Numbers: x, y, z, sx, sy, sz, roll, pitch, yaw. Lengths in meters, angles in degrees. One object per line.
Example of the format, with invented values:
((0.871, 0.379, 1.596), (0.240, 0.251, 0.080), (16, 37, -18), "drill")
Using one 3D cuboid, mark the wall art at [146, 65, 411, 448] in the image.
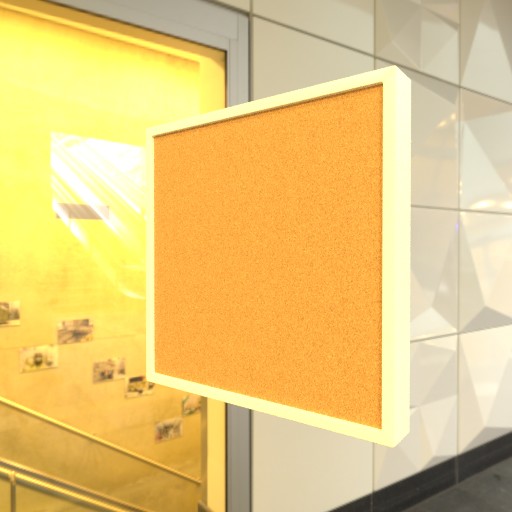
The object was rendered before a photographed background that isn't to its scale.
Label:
((0.000, 0.000, 0.458), (0.305, 0.305, 0.038), (1, 1, 37), "wall art")
